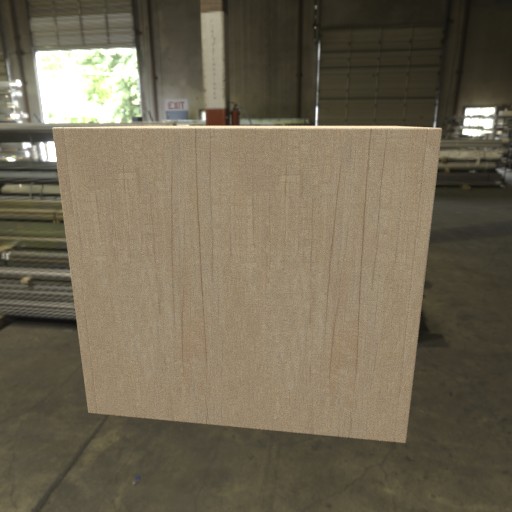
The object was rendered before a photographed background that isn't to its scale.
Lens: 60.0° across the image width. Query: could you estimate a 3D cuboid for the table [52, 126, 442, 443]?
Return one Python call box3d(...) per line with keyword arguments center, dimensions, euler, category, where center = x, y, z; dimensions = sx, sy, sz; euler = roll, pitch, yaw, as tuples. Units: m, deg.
box3d(center=(0.000, 0.000, 0.910), dimensions=(0.570, 0.510, 0.420), euler=(2, 17, 8), category="table")
